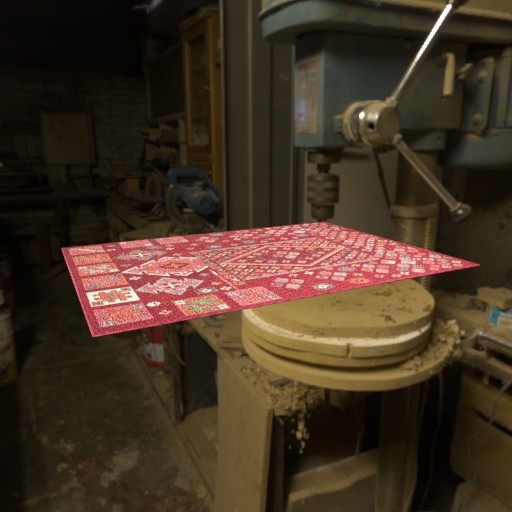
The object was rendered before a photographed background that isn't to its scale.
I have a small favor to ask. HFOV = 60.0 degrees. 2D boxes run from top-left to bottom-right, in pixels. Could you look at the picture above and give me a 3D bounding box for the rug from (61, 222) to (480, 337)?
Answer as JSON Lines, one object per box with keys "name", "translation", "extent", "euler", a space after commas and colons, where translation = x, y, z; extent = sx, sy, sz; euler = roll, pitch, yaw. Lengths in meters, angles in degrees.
{"name": "rug", "translation": [0.000, 0.000, 2.831], "extent": [2.184, 0.007, 1.579], "euler": [-7, 17, -26]}
